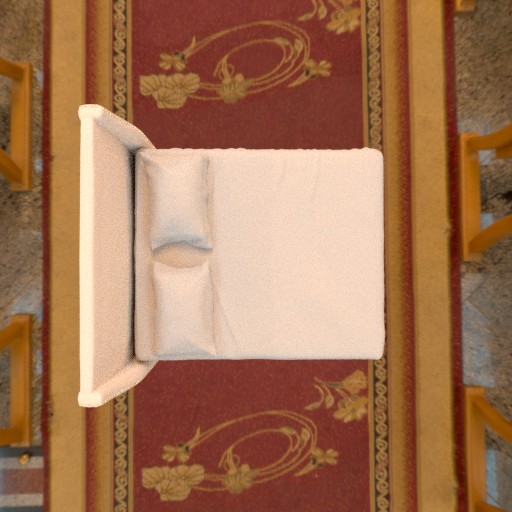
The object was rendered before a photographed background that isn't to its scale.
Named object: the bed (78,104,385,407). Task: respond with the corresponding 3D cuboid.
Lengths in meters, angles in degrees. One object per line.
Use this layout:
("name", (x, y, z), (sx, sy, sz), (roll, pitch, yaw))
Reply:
("bed", (0.000, 0.000, 3.446), (2.276, 1.332, 1.925), (0, 90, -1))
